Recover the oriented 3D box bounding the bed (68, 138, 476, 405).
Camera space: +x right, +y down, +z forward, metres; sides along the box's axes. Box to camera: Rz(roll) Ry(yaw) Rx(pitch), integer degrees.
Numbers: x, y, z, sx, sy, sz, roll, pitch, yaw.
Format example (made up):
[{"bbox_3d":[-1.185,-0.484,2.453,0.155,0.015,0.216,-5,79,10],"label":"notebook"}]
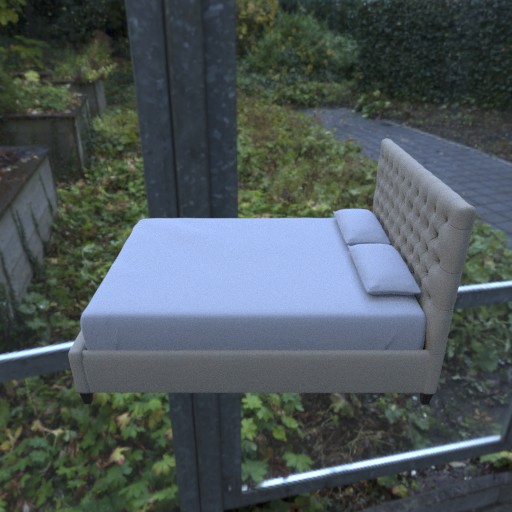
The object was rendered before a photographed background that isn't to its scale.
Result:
[{"bbox_3d":[0.000,0.000,3.399,2.387,1.427,1.698,0,27,0],"label":"bed"}]
